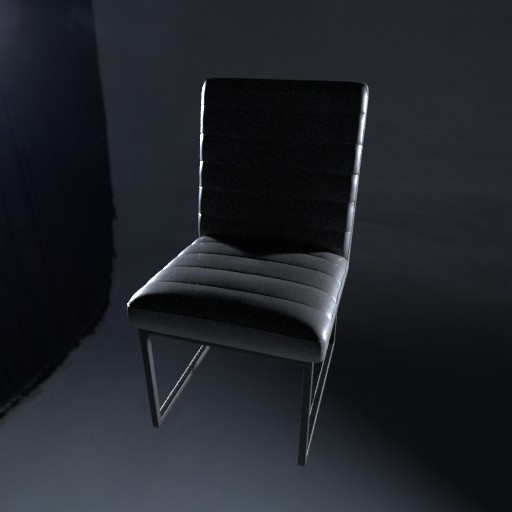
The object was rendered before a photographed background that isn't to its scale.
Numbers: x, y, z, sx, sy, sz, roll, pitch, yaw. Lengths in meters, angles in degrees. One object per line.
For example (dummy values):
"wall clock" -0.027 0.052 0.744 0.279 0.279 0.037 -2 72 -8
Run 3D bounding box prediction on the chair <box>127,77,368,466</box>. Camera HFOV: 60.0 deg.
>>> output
"chair" 0.000 0.000 1.311 0.520 0.930 0.634 8 28 15
